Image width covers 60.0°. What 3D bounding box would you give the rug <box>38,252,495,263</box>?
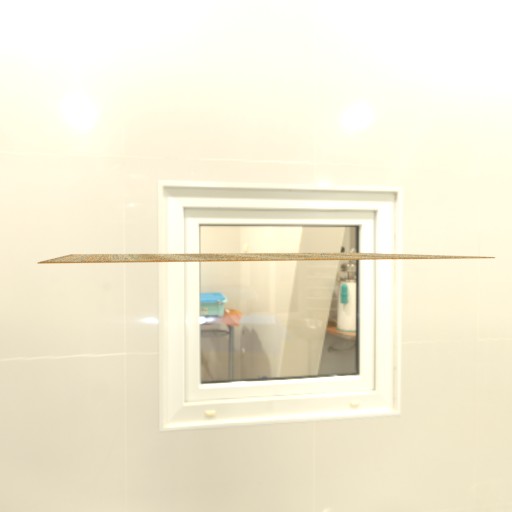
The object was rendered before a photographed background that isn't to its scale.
[{"bbox_3d":[0.000,0.000,2.856,2.336,0.007,1.525,0,1,-18],"label":"rug"}]
